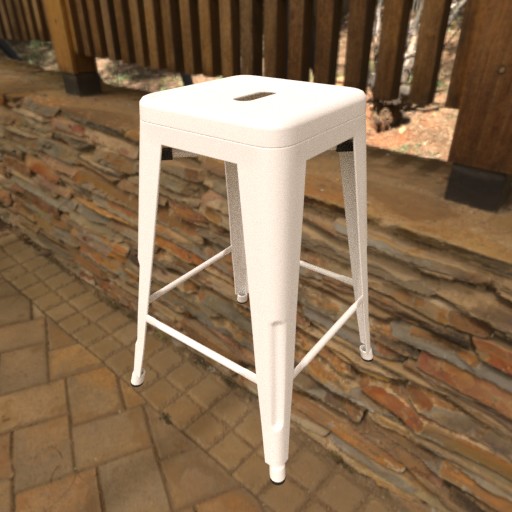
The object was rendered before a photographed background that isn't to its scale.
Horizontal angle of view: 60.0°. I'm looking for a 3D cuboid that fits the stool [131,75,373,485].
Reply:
[{"bbox_3d":[0.000,0.000,0.865,0.406,0.610,0.406,21,37,31],"label":"stool"}]
